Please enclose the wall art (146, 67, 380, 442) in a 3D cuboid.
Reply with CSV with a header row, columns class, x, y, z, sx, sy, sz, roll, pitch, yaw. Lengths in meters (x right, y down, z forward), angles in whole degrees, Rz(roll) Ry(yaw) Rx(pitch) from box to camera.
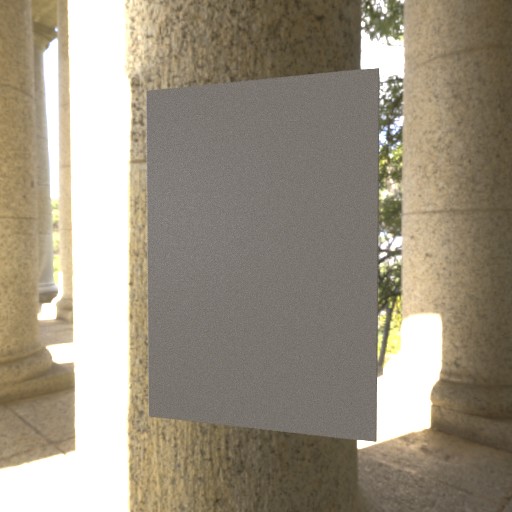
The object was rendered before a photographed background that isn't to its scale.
class,x,y,z,sx,sy,sz,roll,pitch,yaw
wall art,0.000,0.000,1.044,0.556,0.813,0.026,0,2,15
